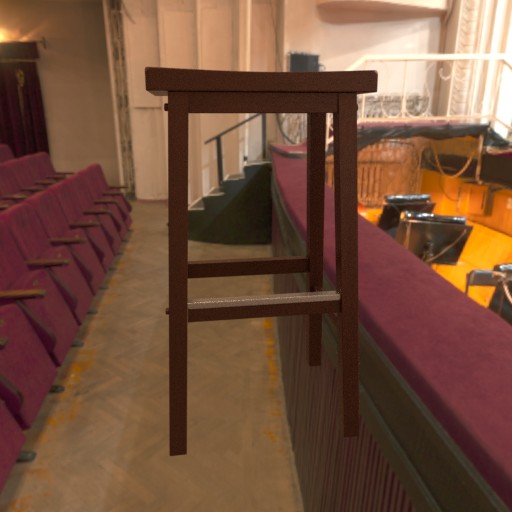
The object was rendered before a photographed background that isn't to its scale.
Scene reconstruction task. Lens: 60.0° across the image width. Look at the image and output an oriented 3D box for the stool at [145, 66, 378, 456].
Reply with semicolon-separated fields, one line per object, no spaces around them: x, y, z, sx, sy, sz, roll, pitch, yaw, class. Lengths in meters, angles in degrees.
0.000;0.000;0.974;0.406;0.742;0.322;-3;18;-8;stool
